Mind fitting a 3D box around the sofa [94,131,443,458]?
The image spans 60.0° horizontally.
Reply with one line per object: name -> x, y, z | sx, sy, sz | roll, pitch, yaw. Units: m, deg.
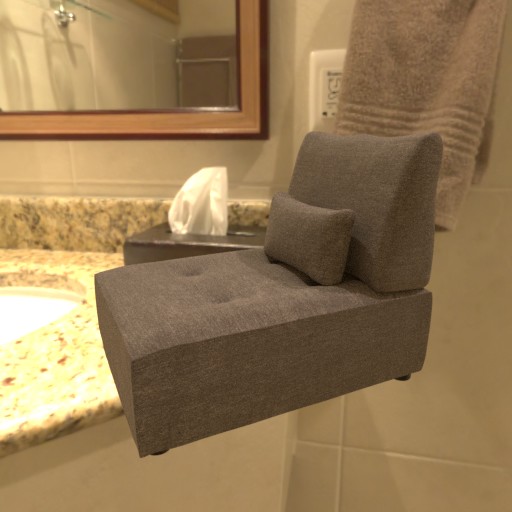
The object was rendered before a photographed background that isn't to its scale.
sofa -> 0.000, 0.000, 1.519 | 1.000, 0.820, 0.700 | -8, 18, -25
